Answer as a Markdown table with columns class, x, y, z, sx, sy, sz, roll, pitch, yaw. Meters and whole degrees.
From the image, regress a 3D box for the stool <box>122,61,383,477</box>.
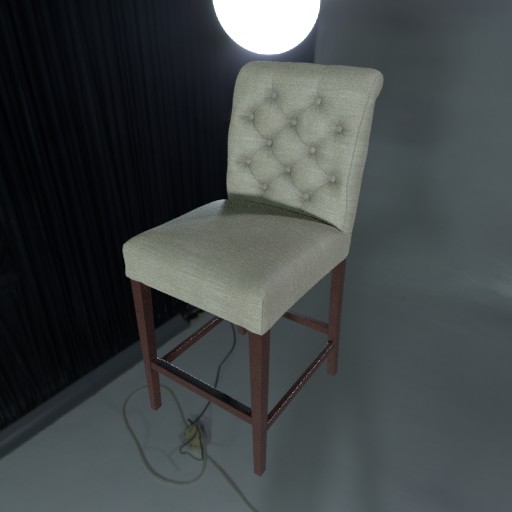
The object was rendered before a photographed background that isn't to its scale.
| class | x | y | z | sx | sy | sz | roll | pitch | yaw |
| --- | --- | --- | --- | --- | --- | --- | --- | --- | --- |
| stool | 0.000 | 0.000 | 1.407 | 0.486 | 1.084 | 0.660 | 18 | 34 | 30 |
